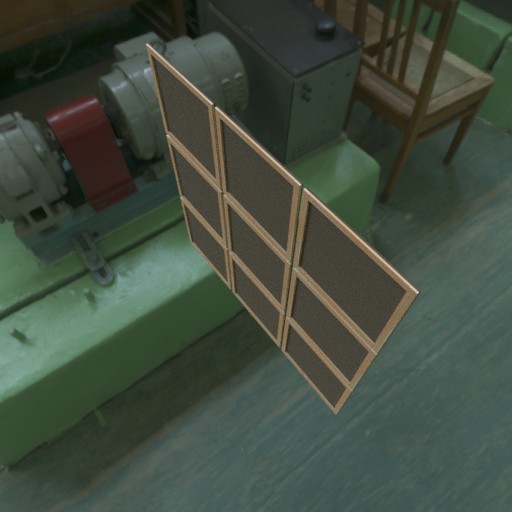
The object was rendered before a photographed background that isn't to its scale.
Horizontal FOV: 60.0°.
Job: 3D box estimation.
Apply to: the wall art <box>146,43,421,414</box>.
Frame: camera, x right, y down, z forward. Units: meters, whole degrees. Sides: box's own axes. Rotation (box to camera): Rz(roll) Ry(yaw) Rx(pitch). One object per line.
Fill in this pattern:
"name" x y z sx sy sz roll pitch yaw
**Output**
"wall art" 0.000 0.000 1.783 0.013 1.218 1.216 -33 64 -19
